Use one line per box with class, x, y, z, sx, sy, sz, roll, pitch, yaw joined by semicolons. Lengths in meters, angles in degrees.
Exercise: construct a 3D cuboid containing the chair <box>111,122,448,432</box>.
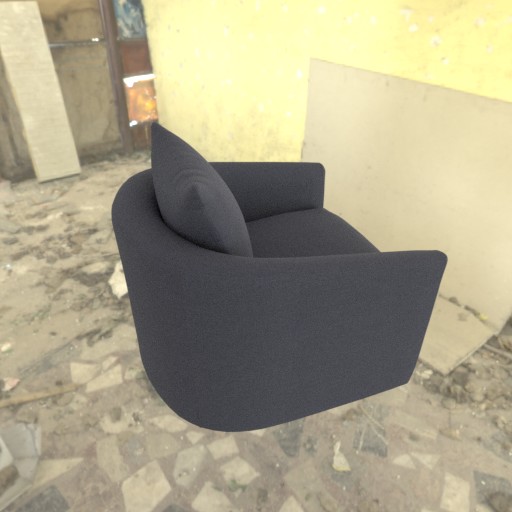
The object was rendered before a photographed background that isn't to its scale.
chair;0.000;0.000;1.564;0.910;0.848;0.845;-11;34;-17
